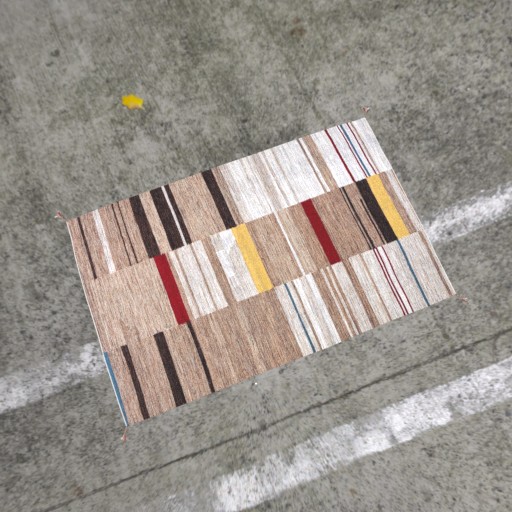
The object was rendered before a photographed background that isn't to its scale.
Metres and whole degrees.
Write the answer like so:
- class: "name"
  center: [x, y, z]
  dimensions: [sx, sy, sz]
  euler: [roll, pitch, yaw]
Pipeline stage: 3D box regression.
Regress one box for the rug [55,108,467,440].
- class: "rug"
  center: [0.000, 0.000, 2.382]
  dimensions: [1.918, 0.007, 1.268]
  euler: [-20, 75, -6]
